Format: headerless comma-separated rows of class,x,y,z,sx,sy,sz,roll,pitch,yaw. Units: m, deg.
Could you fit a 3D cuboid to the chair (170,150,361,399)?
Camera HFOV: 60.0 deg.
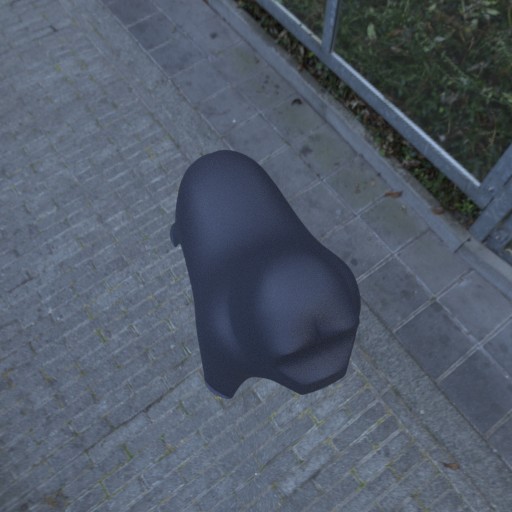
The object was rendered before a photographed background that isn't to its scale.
chair,0.000,0.000,1.170,0.490,0.600,0.758,-20,66,-10
